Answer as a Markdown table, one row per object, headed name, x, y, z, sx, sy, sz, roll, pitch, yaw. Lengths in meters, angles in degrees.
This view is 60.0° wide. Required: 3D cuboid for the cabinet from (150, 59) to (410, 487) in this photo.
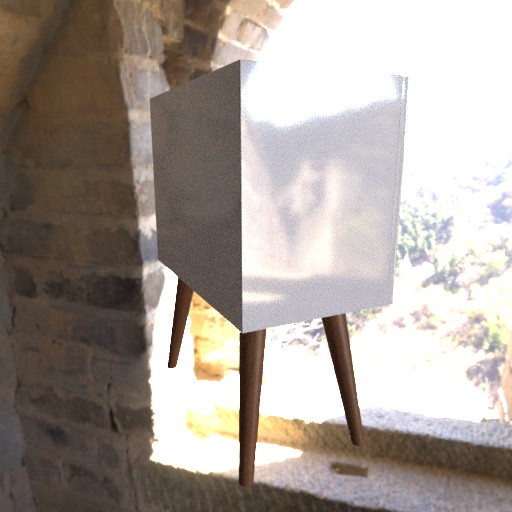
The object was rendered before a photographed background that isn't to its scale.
| name | x | y | z | sx | sy | sz | roll | pitch | yaw |
| --- | --- | --- | --- | --- | --- | --- | --- | --- | --- |
| cabinet | 0.000 | 0.000 | 1.087 | 0.344 | 0.772 | 0.591 | -7 | 15 | -25 |
